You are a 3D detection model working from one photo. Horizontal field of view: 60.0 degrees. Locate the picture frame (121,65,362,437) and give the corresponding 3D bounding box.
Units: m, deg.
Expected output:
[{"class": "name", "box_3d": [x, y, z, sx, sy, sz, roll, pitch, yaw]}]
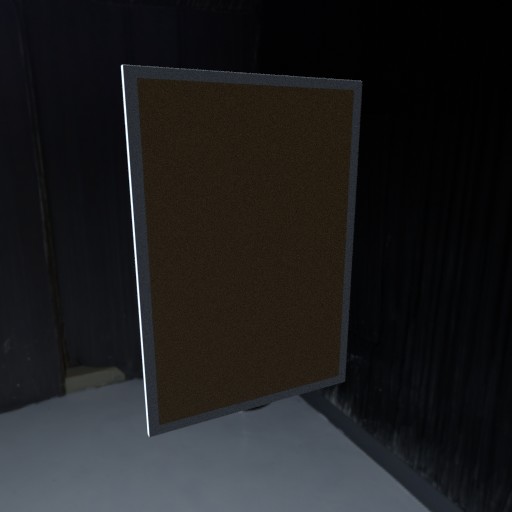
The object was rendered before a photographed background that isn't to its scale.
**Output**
[{"class": "picture frame", "box_3d": [0.000, 0.000, 0.860, 0.457, 0.657, 0.013, -7, 16, -25]}]
